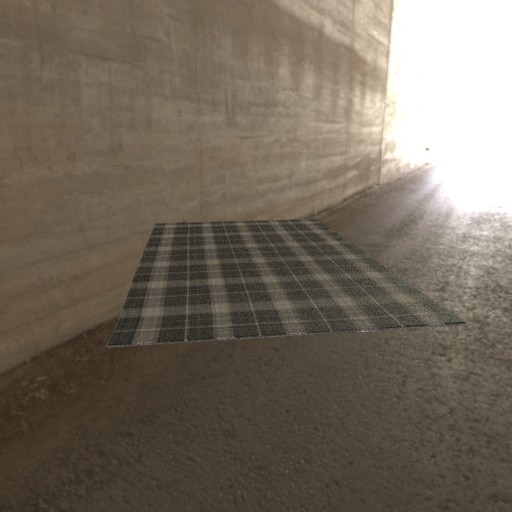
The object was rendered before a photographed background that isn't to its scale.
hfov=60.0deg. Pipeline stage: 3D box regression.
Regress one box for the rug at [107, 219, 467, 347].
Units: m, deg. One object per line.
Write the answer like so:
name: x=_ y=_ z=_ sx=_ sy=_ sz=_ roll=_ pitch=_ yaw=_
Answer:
rug: x=0.000 y=0.000 z=2.977 sx=1.520 sy=0.015 sz=2.434 roll=-2 pitch=16 yaw=-8
